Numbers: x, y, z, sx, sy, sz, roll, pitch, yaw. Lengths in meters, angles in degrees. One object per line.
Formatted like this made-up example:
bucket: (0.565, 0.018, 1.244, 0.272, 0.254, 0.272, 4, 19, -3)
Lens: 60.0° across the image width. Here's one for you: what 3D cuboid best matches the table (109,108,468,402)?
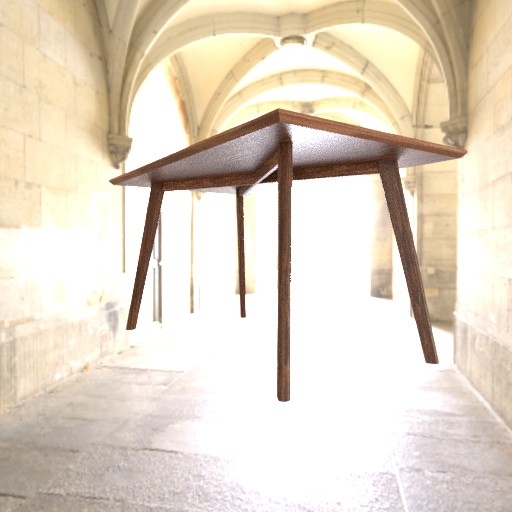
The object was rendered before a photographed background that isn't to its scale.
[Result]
table: (0.000, 0.000, 1.827, 0.801, 0.724, 1.349, -1, 1, -35)
